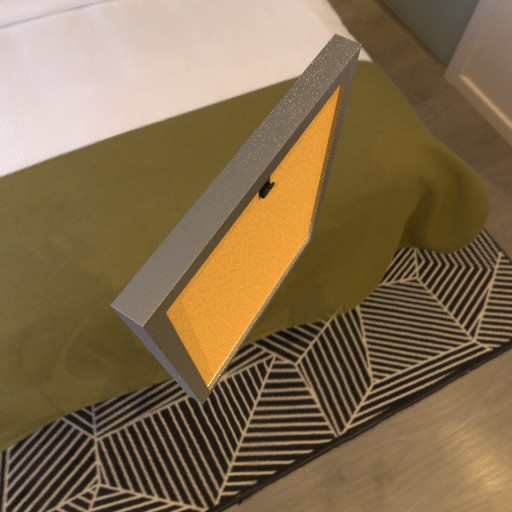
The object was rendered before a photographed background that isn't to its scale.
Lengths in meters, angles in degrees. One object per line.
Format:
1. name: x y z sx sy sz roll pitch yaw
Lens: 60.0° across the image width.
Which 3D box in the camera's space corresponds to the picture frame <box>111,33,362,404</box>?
1. picture frame: 0.000 0.000 1.360 0.073 0.968 0.839 30 68 14
